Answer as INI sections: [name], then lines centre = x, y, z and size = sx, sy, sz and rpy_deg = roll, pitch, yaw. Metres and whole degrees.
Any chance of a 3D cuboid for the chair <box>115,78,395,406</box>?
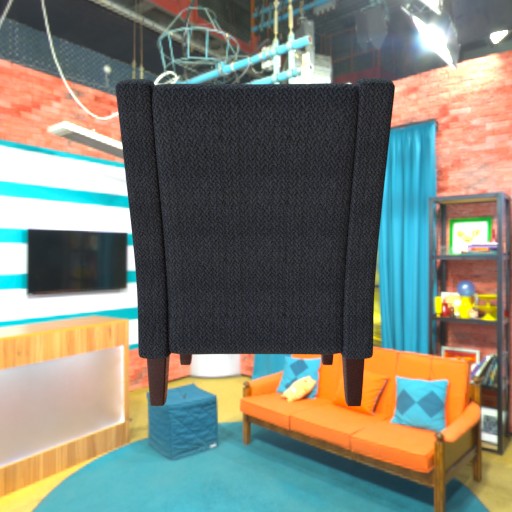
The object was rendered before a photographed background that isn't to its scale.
[chair]
centre = 0.000, 0.000, 1.693
size = 0.793, 1.012, 0.944
rpy_deg = 0, 0, 0
